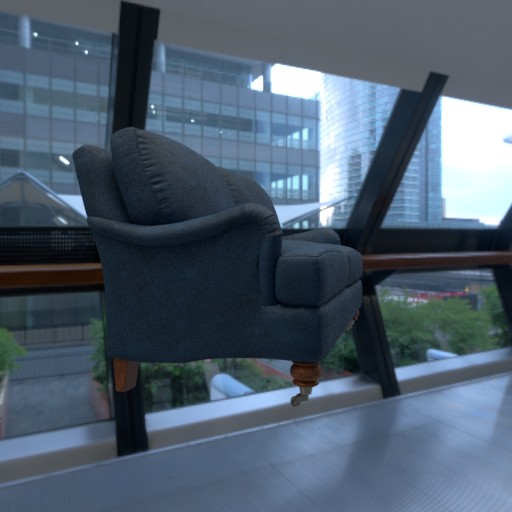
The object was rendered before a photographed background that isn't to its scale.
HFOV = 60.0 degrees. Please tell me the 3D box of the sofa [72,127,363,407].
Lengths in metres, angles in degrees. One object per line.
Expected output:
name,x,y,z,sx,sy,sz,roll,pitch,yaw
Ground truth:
sofa,0.000,0.000,2.543,1.084,1.101,1.853,0,1,18
